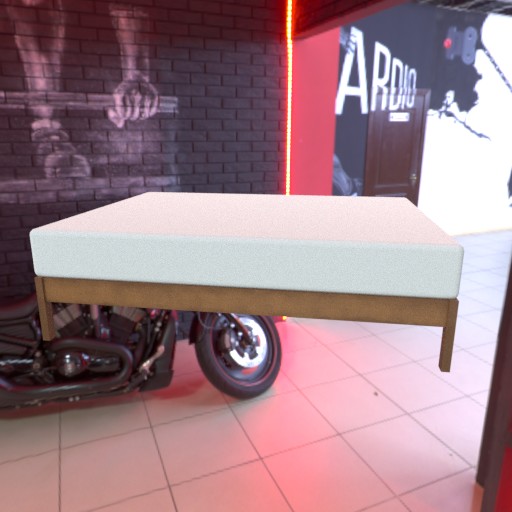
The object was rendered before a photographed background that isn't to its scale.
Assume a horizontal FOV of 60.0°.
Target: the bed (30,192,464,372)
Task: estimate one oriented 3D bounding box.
[{"bbox_3d":[0.000,0.000,2.827,2.050,0.593,1.529,2,16,9],"label":"bed"}]
